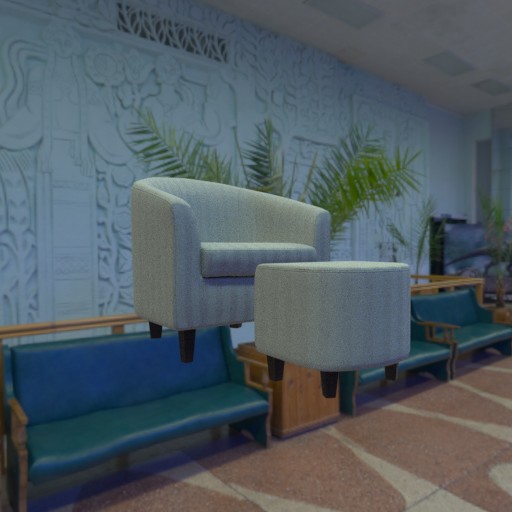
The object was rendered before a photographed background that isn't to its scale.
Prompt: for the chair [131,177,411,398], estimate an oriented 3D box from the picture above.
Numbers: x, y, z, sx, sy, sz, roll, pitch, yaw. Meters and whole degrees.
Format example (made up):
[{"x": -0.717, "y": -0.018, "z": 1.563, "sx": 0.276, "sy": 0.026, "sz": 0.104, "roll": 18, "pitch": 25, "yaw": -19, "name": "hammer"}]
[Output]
[{"x": 0.000, "y": 0.000, "z": 1.741, "sx": 0.756, "sy": 0.757, "sz": 1.288, "roll": -1, "pitch": 2, "yaw": -36, "name": "chair"}]
